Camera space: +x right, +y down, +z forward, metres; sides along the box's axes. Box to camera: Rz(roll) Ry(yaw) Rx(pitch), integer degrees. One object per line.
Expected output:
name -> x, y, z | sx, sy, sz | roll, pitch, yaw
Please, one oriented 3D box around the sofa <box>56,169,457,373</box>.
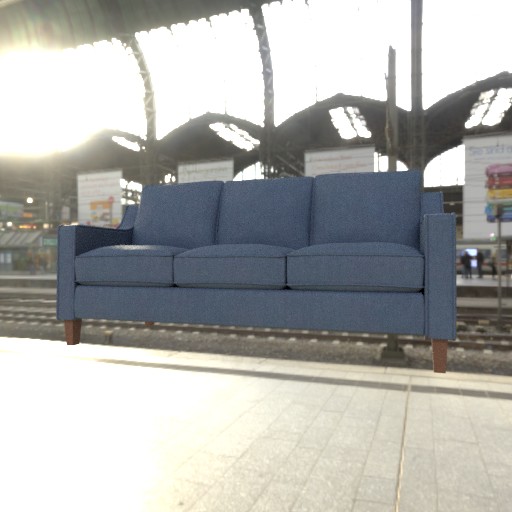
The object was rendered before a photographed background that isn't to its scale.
sofa -> 0.000, 0.000, 2.501 | 1.986, 0.974, 0.911 | 0, -1, 18
